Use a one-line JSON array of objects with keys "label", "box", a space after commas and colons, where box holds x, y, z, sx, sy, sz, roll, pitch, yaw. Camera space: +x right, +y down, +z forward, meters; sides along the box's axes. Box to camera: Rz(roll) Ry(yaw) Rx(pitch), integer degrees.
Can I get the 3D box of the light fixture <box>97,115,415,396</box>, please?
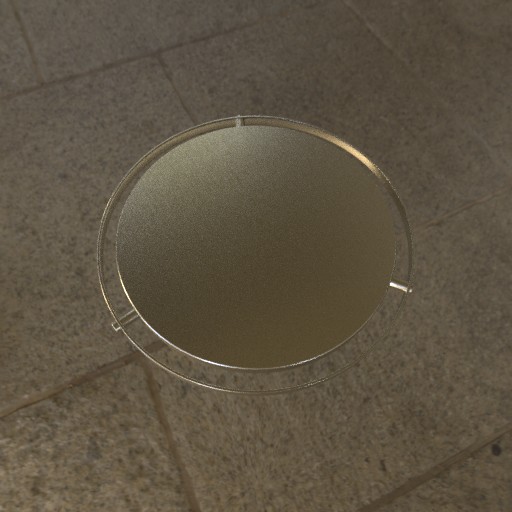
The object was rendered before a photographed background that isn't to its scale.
[{"label": "light fixture", "box": [0.000, 0.000, 0.562, 0.361, 0.130, 0.361, 0, 62, 0]}]
